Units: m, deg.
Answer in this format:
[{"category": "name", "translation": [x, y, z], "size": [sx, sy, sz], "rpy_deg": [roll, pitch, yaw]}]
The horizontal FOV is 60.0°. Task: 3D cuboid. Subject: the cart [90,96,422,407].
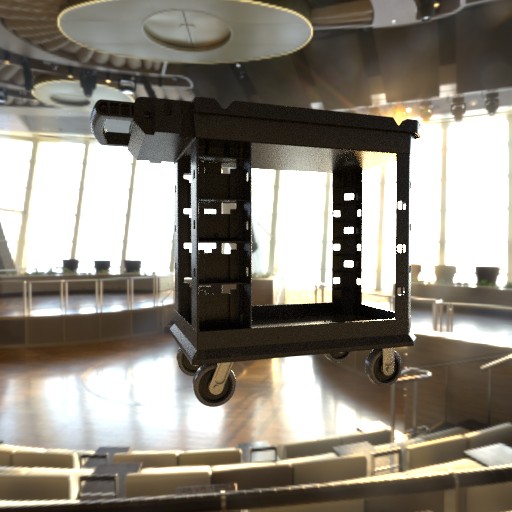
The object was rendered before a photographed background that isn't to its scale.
[{"category": "cart", "translation": [0.000, 0.000, 1.529], "size": [1.061, 0.884, 0.497], "rpy_deg": [-1, 2, -18]}]
